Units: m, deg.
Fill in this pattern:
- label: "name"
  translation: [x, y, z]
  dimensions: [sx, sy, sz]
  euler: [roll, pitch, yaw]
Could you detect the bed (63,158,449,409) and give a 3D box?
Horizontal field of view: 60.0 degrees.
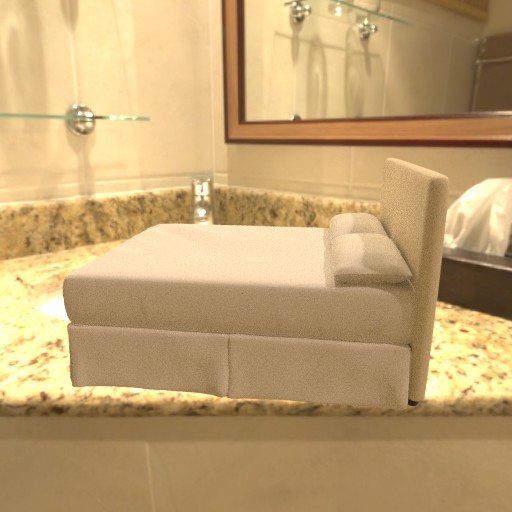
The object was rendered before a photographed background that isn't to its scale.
- label: "bed"
  translation: [0.000, 0.000, 3.197]
  dimensions: [2.147, 1.330, 1.714]
  euler: [2, 16, 8]
